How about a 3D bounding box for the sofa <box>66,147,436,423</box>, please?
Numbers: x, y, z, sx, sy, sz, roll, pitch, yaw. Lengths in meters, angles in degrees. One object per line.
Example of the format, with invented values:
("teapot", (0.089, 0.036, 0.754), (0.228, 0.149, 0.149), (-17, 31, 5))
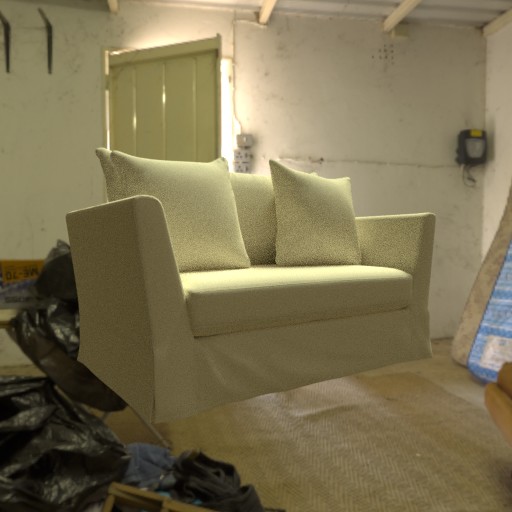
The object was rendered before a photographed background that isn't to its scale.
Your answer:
("sofa", (0.000, 0.000, 2.237), (1.608, 1.039, 1.026), (-1, 2, -35))
